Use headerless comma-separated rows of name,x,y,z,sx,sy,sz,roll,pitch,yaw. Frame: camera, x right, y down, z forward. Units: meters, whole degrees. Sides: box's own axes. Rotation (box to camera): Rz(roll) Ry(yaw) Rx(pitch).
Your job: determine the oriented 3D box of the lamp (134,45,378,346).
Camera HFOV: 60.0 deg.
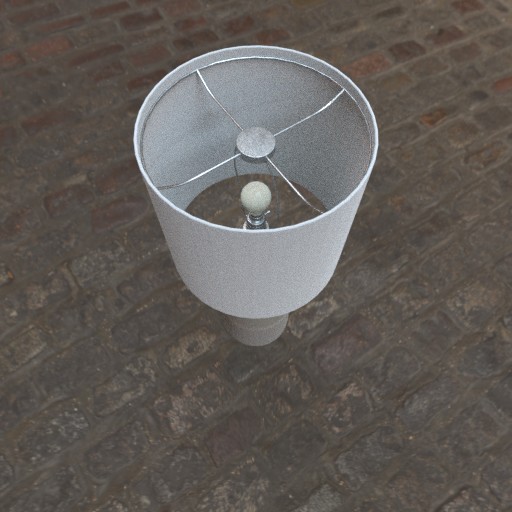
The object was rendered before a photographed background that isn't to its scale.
lamp,0.000,0.000,0.605,0.212,0.493,0.212,-31,67,-15
